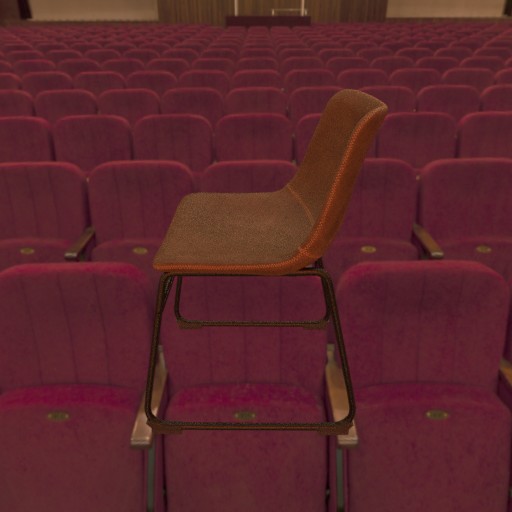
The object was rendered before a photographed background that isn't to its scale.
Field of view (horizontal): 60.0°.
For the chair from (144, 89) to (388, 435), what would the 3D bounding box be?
[{"bbox_3d":[0.000,0.000,1.146,0.551,0.780,0.460,0,27,0],"label":"chair"}]
